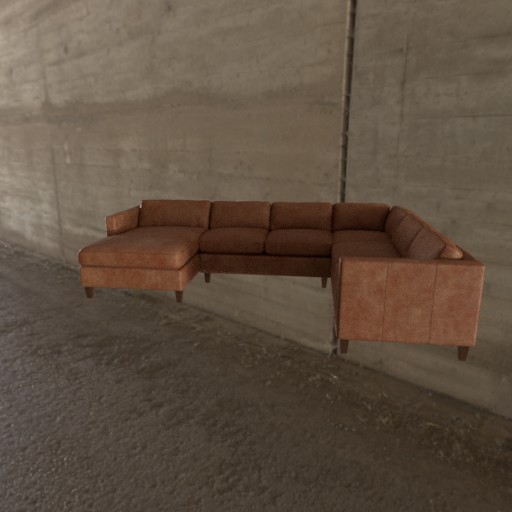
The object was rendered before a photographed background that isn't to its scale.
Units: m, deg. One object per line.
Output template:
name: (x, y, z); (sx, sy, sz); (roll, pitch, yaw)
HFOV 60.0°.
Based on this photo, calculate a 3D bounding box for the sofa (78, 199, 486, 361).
sofa: (0.000, 0.000, 4.376); (3.401, 0.832, 2.430); (2, 14, 8)
